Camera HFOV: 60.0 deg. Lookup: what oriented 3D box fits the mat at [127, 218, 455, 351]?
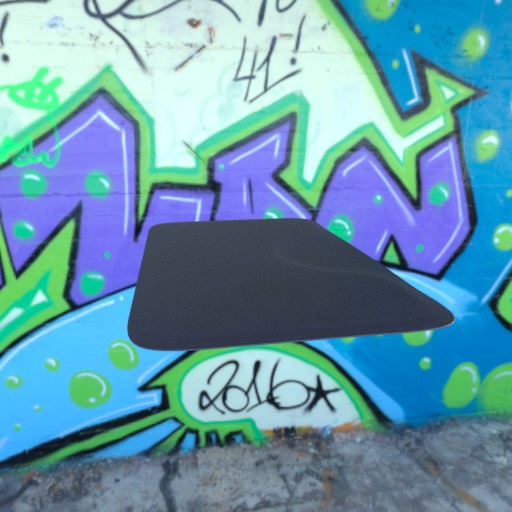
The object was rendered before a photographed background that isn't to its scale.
[{"bbox_3d":[0.000,0.000,1.824,0.918,0.013,1.524,-3,16,-10],"label":"mat"}]
